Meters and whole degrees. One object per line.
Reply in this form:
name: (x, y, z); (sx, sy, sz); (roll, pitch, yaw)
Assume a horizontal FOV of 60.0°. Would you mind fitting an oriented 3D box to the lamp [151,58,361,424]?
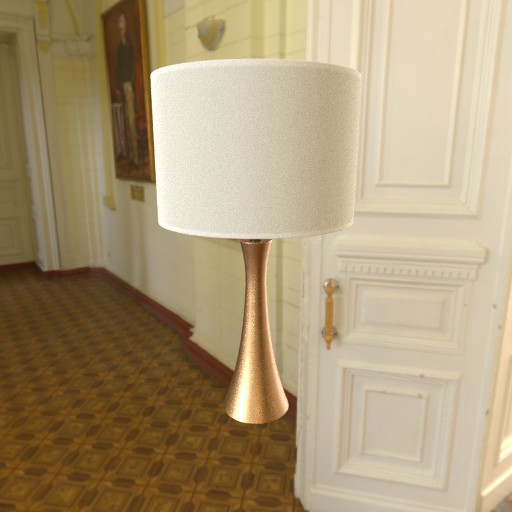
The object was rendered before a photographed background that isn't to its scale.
lamp: (0.000, 0.000, 0.636); (0.268, 0.479, 0.268); (2, 14, 9)
